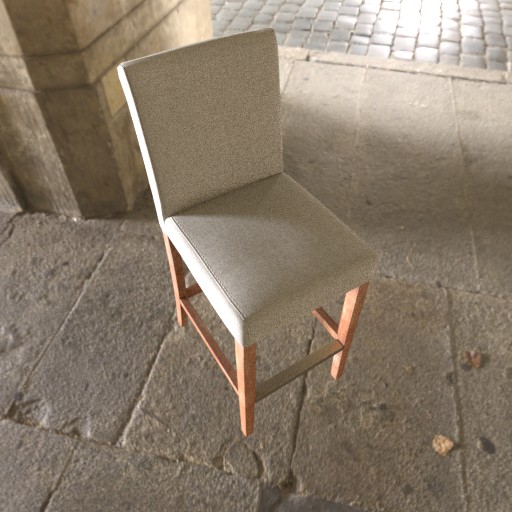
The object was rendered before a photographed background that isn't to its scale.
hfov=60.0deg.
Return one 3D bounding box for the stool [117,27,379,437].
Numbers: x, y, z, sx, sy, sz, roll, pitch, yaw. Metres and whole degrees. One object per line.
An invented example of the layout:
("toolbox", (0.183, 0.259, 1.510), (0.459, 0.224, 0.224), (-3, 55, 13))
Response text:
("stool", (0.000, 0.000, 1.344), (0.439, 1.088, 0.570), (-25, 53, -21))
